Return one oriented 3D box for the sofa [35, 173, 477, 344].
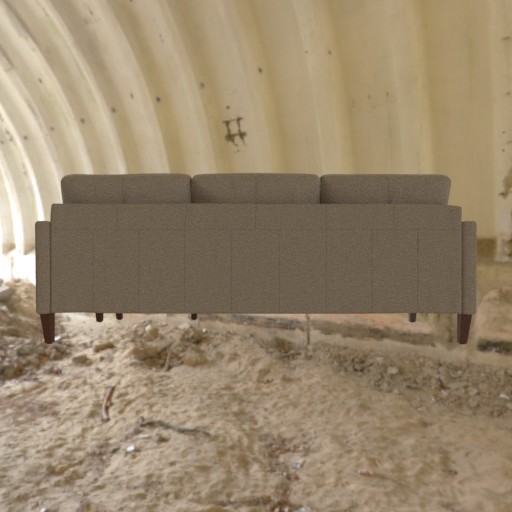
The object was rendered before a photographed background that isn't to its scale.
[{"bbox_3d":[0.000,0.000,2.909,2.178,0.875,1.506,0,0,0],"label":"sofa"}]
